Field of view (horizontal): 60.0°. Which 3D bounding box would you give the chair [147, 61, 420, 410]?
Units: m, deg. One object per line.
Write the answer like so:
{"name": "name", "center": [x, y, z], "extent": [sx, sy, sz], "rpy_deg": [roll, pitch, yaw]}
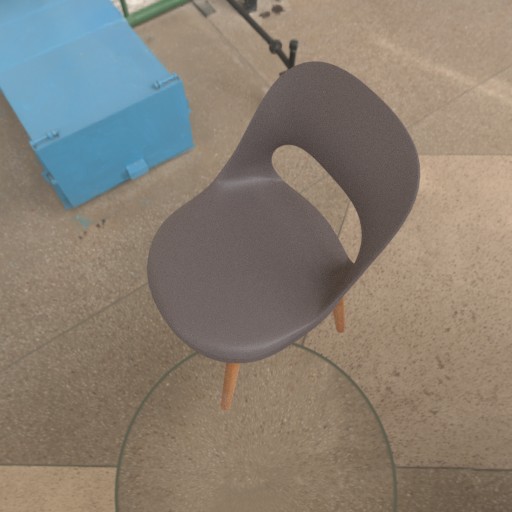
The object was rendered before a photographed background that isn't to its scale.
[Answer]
{"name": "chair", "center": [0.000, 0.000, 1.138], "extent": [0.556, 0.794, 0.470], "rpy_deg": [-31, 68, -14]}
